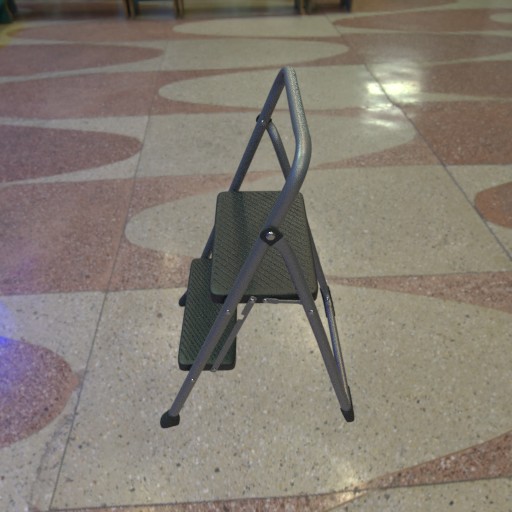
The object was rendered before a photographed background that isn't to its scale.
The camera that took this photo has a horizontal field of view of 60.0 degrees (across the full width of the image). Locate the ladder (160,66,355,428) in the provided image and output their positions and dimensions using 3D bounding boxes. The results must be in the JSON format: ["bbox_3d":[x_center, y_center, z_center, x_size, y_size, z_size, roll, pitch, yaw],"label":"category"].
[{"bbox_3d":[0.000,0.000,0.988,0.472,0.720,0.430,-1,42,-1],"label":"ladder"}]
